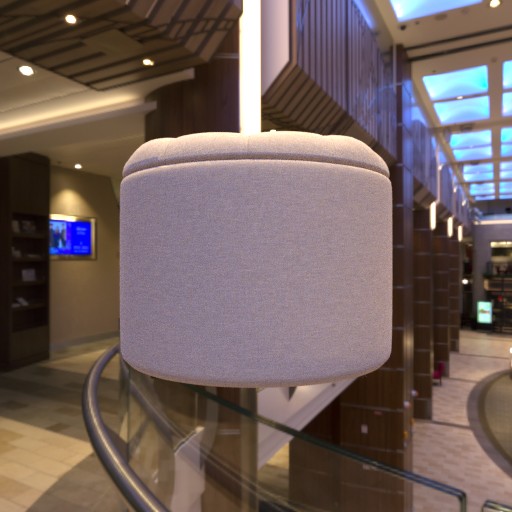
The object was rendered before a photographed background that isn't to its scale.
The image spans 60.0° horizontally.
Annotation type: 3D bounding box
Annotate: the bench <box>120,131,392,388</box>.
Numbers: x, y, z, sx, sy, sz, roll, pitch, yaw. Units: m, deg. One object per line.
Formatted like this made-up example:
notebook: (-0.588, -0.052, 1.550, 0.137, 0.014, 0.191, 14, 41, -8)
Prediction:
bench: (0.000, 0.000, 1.021, 0.600, 0.454, 0.600, 0, 0, 0)
